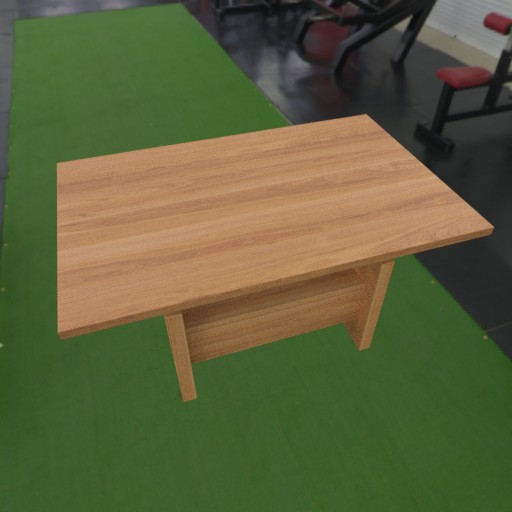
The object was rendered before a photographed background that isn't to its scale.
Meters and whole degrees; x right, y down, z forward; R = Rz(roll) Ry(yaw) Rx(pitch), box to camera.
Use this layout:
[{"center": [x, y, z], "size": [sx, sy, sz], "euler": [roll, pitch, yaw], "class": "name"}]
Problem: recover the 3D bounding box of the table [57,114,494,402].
[{"center": [0.000, 0.000, 1.464], "size": [1.100, 0.510, 0.700], "euler": [-13, 45, -13], "class": "table"}]
